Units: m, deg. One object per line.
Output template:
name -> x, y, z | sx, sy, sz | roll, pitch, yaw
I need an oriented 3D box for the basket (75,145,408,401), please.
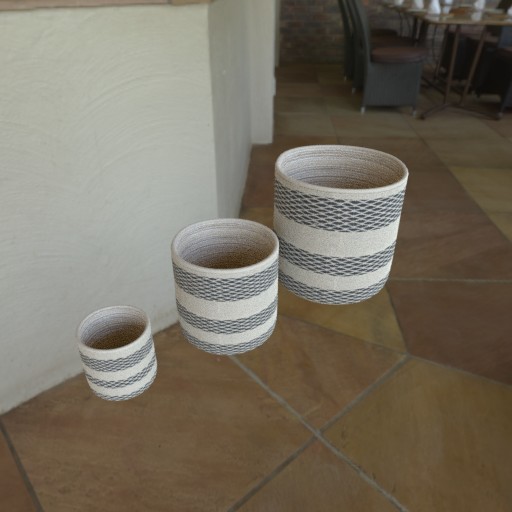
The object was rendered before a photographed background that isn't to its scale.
basket -> 0.000, 0.000, 1.116 | 0.917, 0.356, 0.351 | -23, 39, -31
